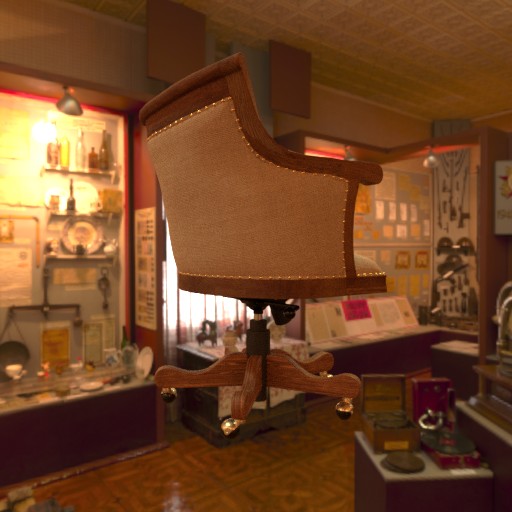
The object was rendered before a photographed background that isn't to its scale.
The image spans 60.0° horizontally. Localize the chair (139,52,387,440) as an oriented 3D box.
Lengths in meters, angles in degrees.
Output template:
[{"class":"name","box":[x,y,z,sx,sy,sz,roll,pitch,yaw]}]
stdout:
[{"class":"chair","box":[0.000,0.000,1.440,0.689,0.965,0.656,0,1,-36]}]
